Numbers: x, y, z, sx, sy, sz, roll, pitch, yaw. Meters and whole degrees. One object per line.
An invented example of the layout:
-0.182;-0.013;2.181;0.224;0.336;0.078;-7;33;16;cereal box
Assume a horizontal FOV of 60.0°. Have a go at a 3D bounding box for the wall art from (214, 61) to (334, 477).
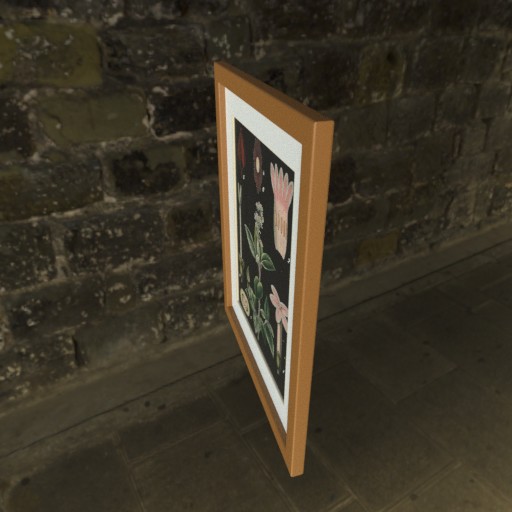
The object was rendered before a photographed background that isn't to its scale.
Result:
0.000;0.000;0.743;0.021;0.550;0.449;-9;32;-14;wall art
